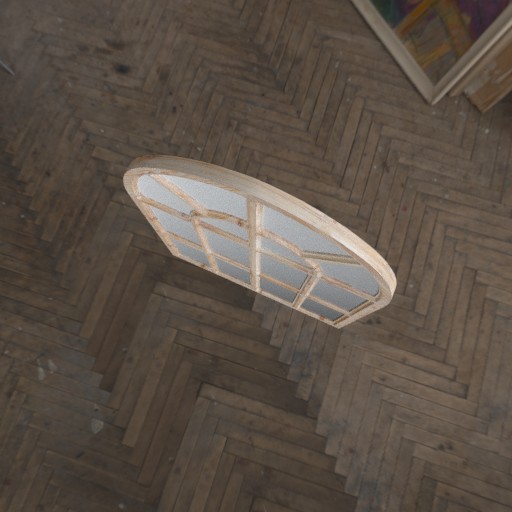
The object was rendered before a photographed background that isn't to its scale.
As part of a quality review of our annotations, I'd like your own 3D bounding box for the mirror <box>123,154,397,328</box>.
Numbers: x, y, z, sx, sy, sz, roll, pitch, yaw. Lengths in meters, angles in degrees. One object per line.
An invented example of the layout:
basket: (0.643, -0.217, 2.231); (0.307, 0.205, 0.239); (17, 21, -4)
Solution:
mirror: (0.000, 0.000, 1.168); (0.660, 0.920, 0.032); (24, 77, 6)
